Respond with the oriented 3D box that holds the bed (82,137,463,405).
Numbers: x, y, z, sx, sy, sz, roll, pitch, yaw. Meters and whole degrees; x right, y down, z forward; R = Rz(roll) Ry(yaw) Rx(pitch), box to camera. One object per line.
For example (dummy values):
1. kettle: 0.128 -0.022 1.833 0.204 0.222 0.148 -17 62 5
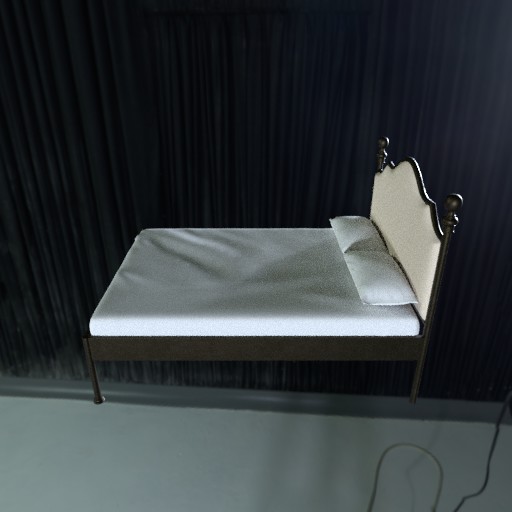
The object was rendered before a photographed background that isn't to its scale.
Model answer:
1. bed: 0.000 0.000 3.288 2.170 1.462 1.533 0 27 0
